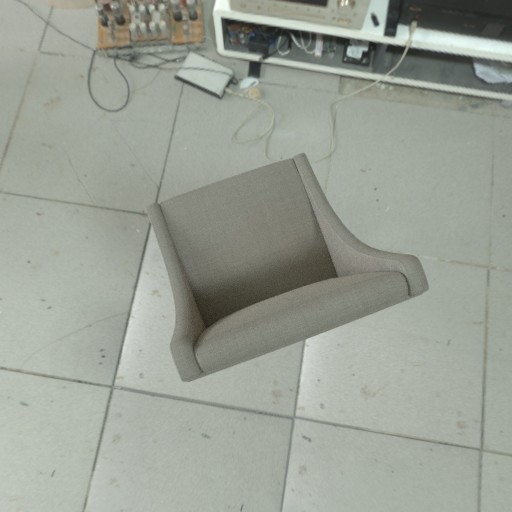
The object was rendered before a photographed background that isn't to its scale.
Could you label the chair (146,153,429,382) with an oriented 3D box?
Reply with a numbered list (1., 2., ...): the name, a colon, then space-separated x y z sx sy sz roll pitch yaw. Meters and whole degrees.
1. chair: 0.000 0.000 1.410 0.575 1.021 0.611 -20 77 -5
